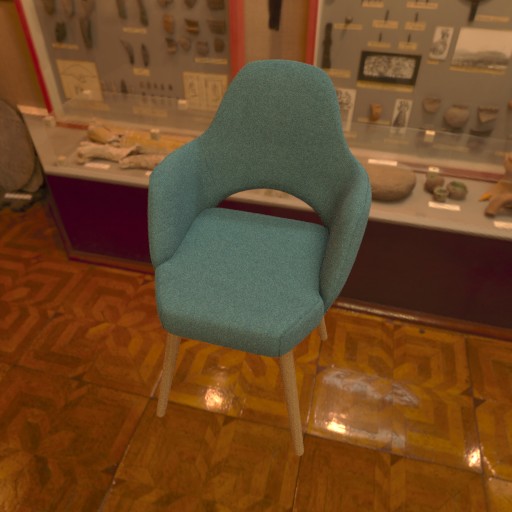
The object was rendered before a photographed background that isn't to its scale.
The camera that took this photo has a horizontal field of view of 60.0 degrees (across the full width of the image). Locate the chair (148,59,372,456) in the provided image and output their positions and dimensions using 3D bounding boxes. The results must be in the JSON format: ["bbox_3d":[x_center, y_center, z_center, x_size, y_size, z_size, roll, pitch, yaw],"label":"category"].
[{"bbox_3d":[0.000,0.000,1.304,0.589,0.920,0.666,11,42,12],"label":"chair"}]
